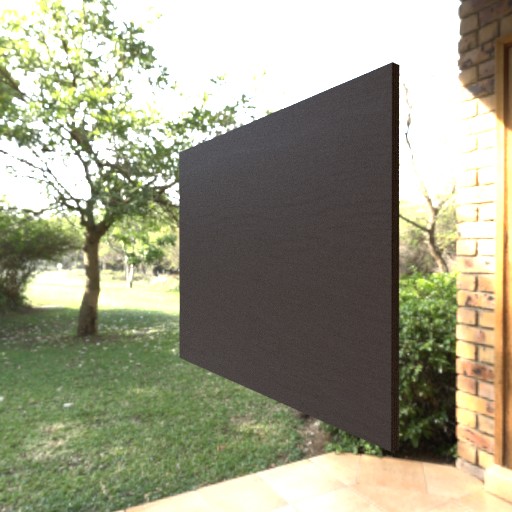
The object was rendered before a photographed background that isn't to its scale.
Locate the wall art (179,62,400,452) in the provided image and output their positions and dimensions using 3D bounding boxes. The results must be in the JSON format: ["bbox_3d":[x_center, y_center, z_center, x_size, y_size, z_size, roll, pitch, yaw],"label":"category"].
[{"bbox_3d":[0.000,0.000,0.672,0.013,0.406,0.508,0,1,-35],"label":"wall art"}]
